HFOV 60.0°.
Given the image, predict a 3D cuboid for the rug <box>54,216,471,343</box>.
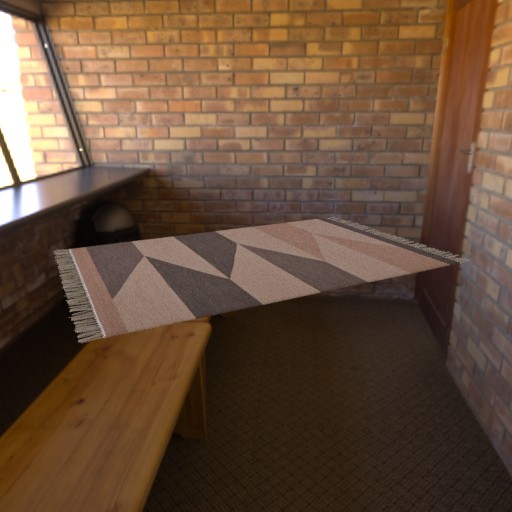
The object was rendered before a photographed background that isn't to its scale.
[{"bbox_3d":[0.000,0.000,2.481,2.021,0.027,1.224,-9,20,-26],"label":"rug"}]
